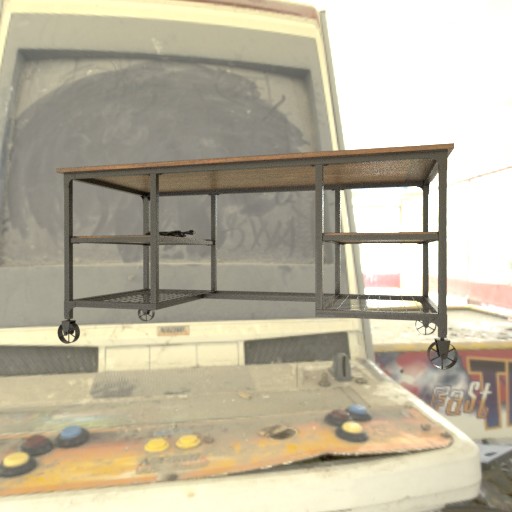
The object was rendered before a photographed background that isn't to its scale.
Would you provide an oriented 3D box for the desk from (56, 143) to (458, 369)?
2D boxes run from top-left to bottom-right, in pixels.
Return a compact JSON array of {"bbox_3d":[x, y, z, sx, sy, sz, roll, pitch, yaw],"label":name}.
[{"bbox_3d":[0.000,0.000,2.009,1.590,0.751,0.711,0,0,16],"label":"desk"}]
